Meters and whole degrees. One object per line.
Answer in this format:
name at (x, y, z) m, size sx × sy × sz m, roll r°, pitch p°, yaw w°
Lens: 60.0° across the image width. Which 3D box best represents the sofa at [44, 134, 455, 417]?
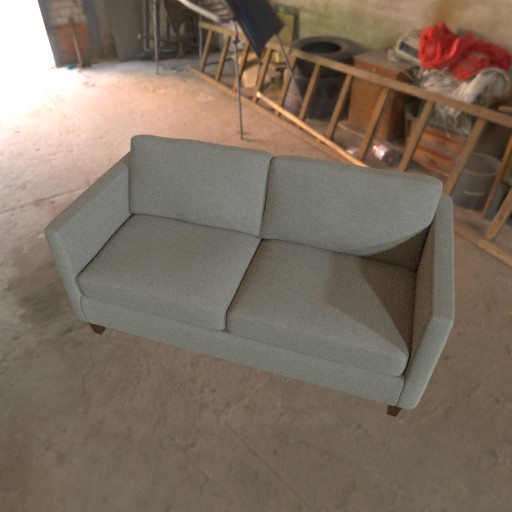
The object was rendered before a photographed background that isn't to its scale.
sofa at (0.000, 0.000, 2.387) m, size 1.884 × 0.947 × 0.951 m, roll 12°, pitch 42°, yaw 13°
